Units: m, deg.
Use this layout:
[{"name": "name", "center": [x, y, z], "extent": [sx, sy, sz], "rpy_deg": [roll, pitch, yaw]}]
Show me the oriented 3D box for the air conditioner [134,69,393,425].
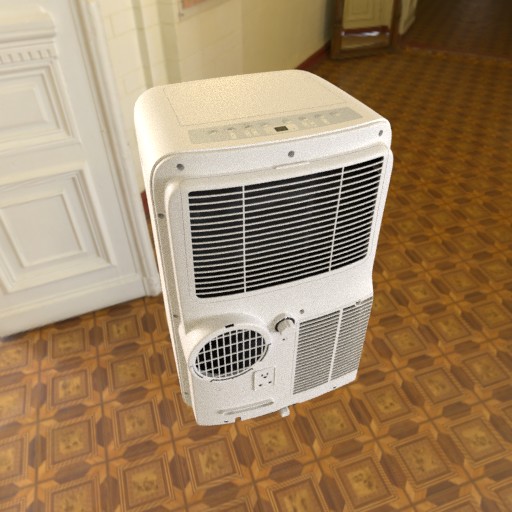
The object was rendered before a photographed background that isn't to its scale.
[{"name": "air conditioner", "center": [0.000, 0.000, 1.064], "extent": [0.478, 0.765, 0.467], "rpy_deg": [-13, 43, -14]}]
